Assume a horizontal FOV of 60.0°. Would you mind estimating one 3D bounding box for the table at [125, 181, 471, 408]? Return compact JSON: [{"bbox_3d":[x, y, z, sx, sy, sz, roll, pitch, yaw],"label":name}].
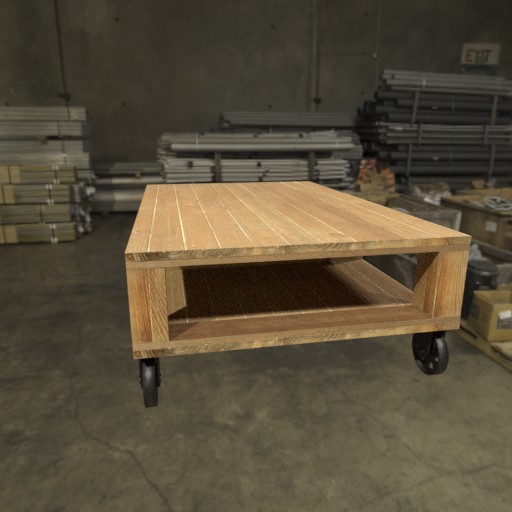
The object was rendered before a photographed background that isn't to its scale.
[{"bbox_3d":[0.000,0.000,1.686,0.827,0.413,1.299,-3,16,-11],"label":"table"}]
